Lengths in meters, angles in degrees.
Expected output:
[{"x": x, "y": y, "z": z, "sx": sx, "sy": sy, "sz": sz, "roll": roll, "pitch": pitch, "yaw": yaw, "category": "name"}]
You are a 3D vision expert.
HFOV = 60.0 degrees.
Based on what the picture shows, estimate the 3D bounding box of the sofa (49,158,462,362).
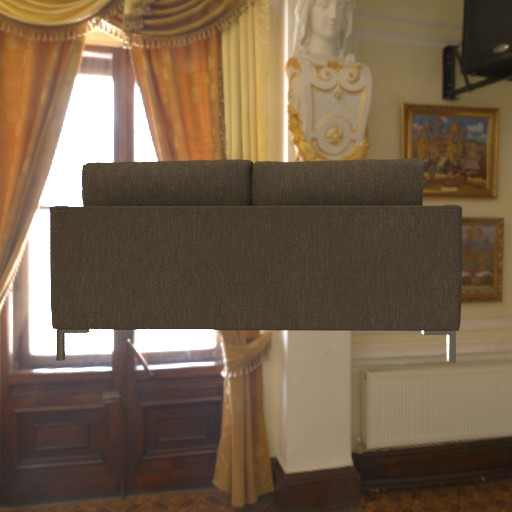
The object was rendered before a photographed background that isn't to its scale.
[{"x": 0.000, "y": 0.000, "z": 2.195, "sx": 1.682, "sy": 0.840, "sz": 0.875, "roll": 0, "pitch": 0, "yaw": 1, "category": "sofa"}]
